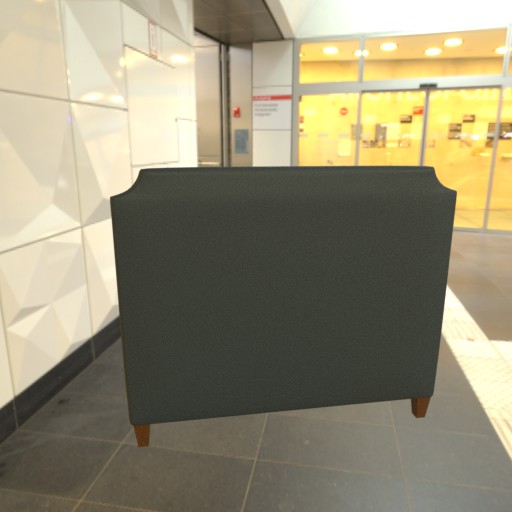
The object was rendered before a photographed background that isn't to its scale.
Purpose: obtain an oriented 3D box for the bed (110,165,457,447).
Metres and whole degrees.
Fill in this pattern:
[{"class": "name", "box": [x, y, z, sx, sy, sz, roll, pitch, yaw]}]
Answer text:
[{"class": "bed", "box": [0.000, 0.000, 3.360, 1.712, 1.443, 2.372, -2, 14, -9]}]
